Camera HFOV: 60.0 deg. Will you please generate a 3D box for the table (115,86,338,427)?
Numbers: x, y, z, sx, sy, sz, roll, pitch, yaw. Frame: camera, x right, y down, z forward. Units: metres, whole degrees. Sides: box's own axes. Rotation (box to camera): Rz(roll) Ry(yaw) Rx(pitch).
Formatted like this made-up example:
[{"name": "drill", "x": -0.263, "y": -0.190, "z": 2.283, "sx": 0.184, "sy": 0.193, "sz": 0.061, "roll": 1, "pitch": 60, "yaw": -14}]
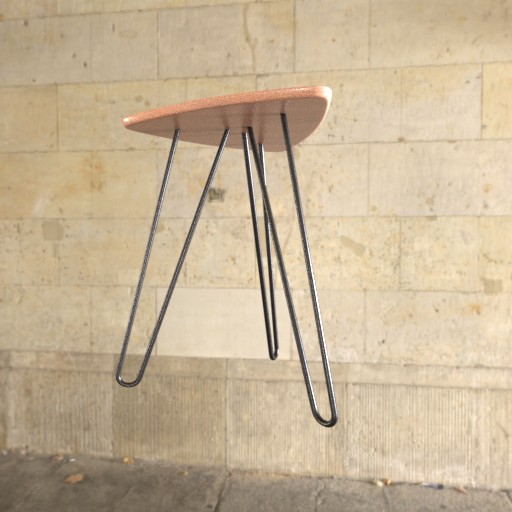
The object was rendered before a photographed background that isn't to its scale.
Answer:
[{"name": "table", "x": 0.000, "y": 0.000, "z": 0.898, "sx": 0.442, "sy": 0.564, "sz": 0.455, "roll": -1, "pitch": 2, "yaw": -35}]
